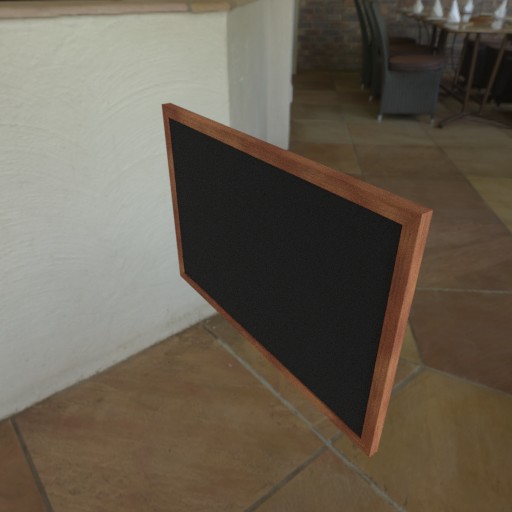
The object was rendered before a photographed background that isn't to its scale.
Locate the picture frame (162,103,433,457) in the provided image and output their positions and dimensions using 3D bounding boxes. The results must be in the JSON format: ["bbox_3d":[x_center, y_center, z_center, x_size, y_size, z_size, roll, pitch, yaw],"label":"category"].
[{"bbox_3d":[0.000,0.000,1.217,0.029,0.640,0.950,-21,37,-30],"label":"picture frame"}]
